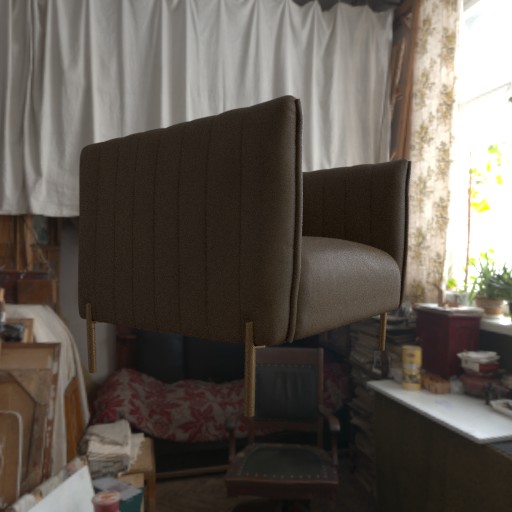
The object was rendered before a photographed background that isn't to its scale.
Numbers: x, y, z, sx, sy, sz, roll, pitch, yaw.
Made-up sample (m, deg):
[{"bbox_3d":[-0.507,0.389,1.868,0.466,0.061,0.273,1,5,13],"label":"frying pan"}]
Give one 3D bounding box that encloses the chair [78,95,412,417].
[{"bbox_3d":[0.000,0.000,1.636,0.876,0.779,0.981,0,0,36],"label":"chair"}]
